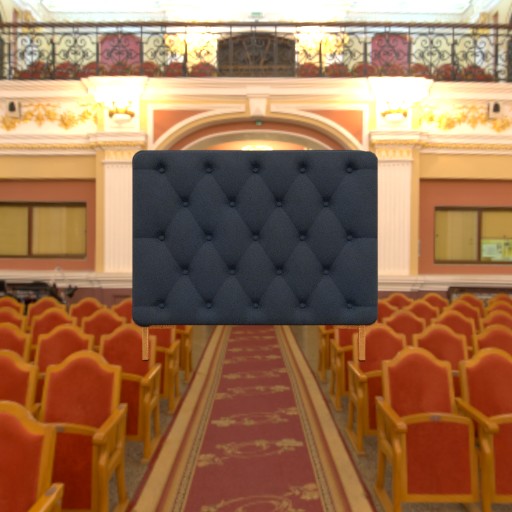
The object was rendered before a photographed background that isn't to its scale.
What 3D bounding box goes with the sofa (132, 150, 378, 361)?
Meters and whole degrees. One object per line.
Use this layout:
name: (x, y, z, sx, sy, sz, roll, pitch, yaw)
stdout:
sofa: (0.000, 0.000, 2.649, 0.895, 0.771, 2.209, 0, 0, 0)
